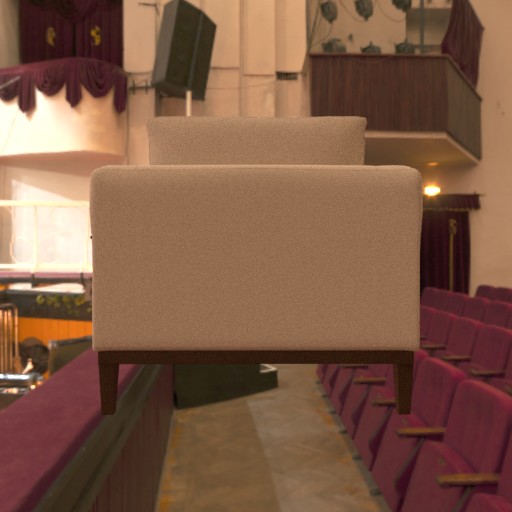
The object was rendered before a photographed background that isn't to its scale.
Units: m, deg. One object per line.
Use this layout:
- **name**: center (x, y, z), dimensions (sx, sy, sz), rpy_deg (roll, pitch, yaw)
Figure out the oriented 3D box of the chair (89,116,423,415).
- **chair**: center (0.000, 0.000, 1.702), dimensions (0.982, 0.915, 0.896), rpy_deg (0, 0, 0)
